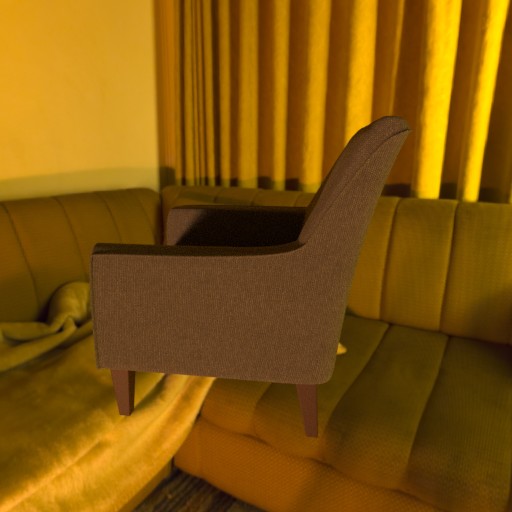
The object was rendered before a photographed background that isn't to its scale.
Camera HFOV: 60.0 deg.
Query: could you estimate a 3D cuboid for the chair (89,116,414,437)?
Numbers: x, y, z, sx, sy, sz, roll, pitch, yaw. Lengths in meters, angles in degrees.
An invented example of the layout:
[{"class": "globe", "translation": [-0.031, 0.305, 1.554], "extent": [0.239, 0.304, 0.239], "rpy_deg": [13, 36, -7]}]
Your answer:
[{"class": "chair", "translation": [0.000, 0.000, 1.602], "extent": [0.899, 0.919, 0.780], "rpy_deg": [2, 14, 9]}]
